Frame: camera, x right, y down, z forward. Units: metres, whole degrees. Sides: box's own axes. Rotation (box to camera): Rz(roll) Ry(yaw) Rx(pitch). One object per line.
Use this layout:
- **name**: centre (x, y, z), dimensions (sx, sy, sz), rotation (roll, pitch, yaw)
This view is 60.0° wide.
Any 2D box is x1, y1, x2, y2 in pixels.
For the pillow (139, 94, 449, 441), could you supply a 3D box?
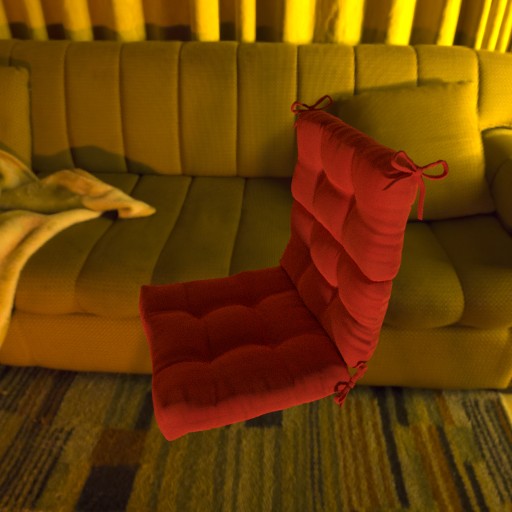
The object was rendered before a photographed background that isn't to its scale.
- **pillow**: centre (0.000, 0.000, 1.044), dimensions (0.571, 0.605, 0.519), rotation (-10, 33, -15)
